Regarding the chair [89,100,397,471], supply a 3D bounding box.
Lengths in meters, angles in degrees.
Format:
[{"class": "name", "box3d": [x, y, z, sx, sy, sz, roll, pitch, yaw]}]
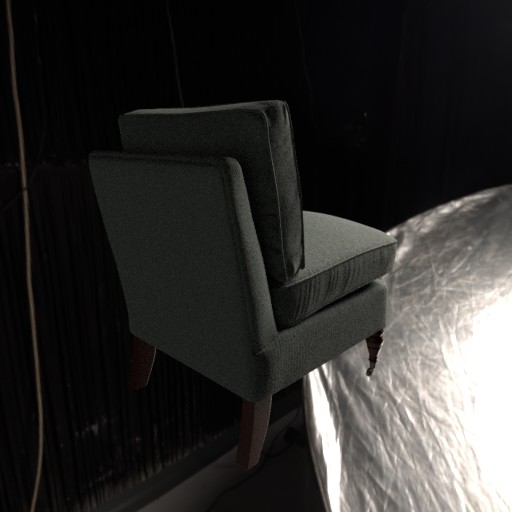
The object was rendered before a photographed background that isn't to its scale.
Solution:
[{"class": "chair", "box3d": [0.000, 0.000, 1.425, 0.624, 0.901, 0.796, 14, 21, 43]}]
